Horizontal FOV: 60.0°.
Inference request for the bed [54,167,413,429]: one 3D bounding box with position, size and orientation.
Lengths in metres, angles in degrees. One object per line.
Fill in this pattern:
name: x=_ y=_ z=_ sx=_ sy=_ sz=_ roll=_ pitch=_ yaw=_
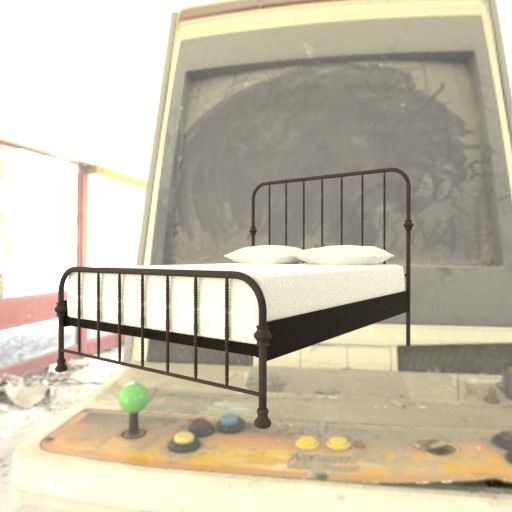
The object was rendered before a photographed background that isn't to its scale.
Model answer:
bed: x=0.000 y=0.000 z=3.171 sx=1.616 sy=1.446 sz=2.134 roll=0 pitch=0 yaw=36
